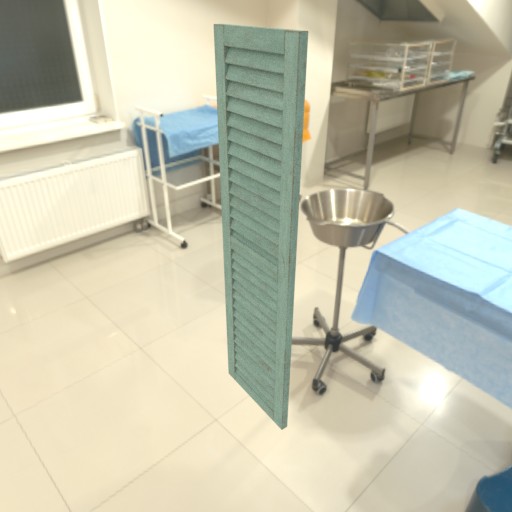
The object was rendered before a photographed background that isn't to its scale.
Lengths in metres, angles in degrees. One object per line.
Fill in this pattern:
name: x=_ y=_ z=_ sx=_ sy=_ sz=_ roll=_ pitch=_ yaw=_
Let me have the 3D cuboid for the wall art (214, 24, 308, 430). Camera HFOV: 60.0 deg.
wall art: x=0.000 y=0.000 z=1.326 sx=0.025 sy=1.219 sz=0.329 roll=-21 pitch=36 yaw=-31
